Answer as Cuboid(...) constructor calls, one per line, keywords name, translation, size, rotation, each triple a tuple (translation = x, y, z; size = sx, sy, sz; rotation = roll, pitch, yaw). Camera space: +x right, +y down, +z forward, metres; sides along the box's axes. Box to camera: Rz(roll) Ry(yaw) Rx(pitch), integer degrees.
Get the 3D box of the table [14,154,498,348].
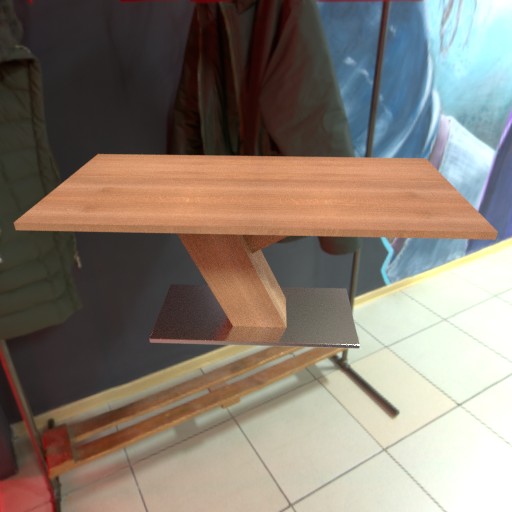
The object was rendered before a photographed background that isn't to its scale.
Cuboid(name="table", translation=(0.000, 0.000, 2.221), size=(1.800, 0.750, 0.900), rotation=(1, 29, 2))
